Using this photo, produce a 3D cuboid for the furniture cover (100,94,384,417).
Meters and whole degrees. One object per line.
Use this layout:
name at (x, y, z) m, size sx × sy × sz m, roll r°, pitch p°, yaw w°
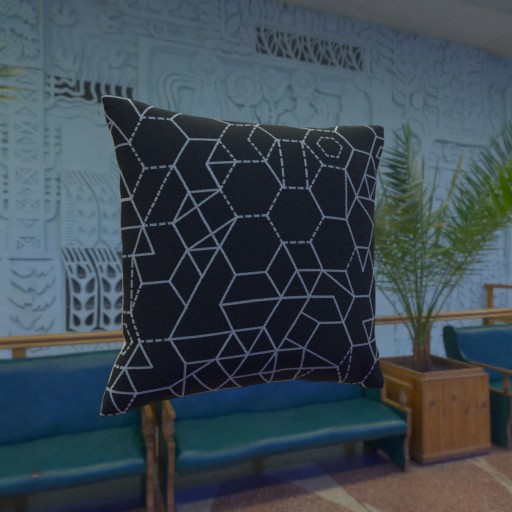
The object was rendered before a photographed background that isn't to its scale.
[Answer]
furniture cover at (0.000, 0.000, 0.778) m, size 0.517 × 0.508 × 0.158 m, roll 0°, pitch 0°, yaw -18°
